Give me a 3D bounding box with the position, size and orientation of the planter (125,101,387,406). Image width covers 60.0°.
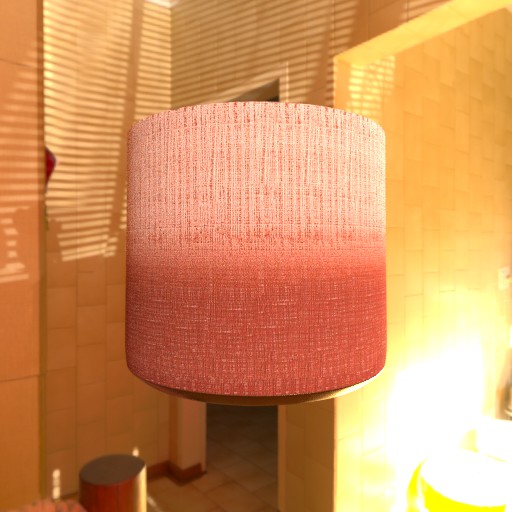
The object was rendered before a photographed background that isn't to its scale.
[{"bbox_3d":[0.000,0.000,0.389,0.221,0.201,0.221,0,1,0],"label":"planter"}]
